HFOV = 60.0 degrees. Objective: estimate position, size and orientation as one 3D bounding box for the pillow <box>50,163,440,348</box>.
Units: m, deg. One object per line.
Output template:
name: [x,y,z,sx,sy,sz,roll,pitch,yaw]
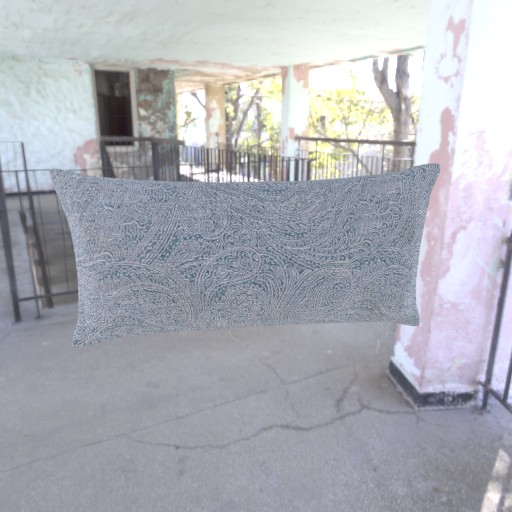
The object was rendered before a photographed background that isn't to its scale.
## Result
pillow: [0.000,0.000,0.734,0.615,0.295,0.151,-2,16,-7]
